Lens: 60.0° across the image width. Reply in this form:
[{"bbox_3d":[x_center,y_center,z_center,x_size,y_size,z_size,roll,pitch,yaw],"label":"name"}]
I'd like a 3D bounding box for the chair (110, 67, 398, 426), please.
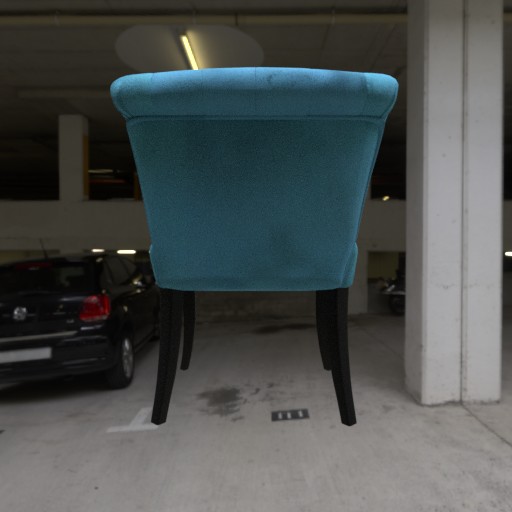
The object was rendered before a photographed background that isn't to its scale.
[{"bbox_3d":[0.000,0.000,1.140,0.582,0.750,0.605,0,1,0],"label":"chair"}]
